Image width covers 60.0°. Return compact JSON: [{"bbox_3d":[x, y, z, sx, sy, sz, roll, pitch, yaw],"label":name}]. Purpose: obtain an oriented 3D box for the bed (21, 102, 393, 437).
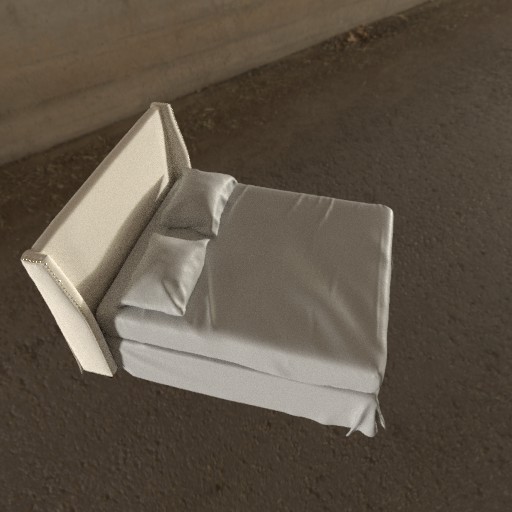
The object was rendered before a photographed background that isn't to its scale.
[{"bbox_3d":[0.000,0.000,3.384,2.276,1.332,1.925,10,47,10],"label":"bed"}]
